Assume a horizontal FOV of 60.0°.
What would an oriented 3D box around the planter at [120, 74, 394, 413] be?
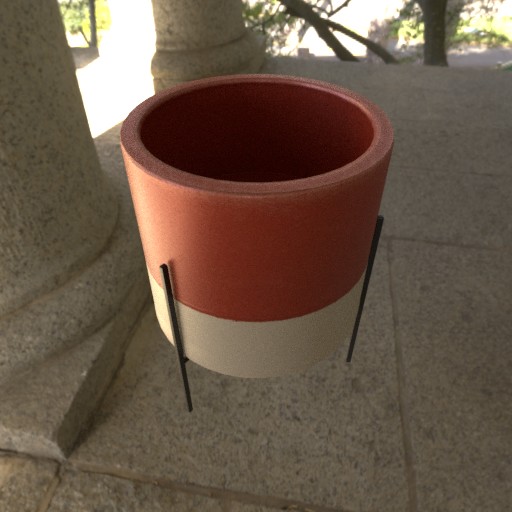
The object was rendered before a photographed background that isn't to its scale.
[{"bbox_3d":[0.000,0.000,0.718,0.345,0.465,0.354,-13,43,-15],"label":"planter"}]
